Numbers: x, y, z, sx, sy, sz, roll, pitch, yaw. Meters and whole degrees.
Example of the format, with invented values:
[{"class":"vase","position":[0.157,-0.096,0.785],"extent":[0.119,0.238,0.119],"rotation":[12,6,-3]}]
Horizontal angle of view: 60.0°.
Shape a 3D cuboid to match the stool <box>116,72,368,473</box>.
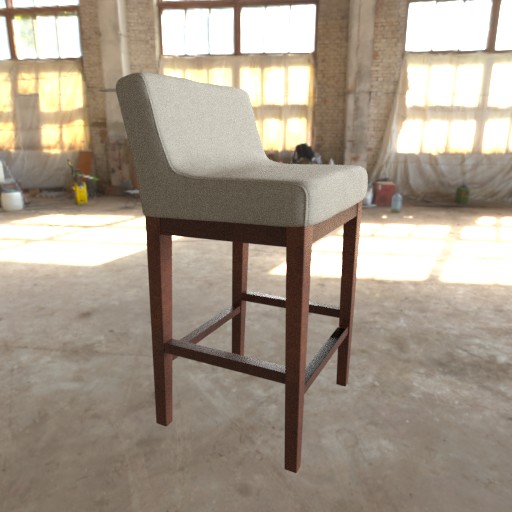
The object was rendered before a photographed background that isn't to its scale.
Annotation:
[{"class":"stool","position":[0.000,0.000,1.244],"extent":[0.500,0.937,0.511],"rotation":[8,17,26]}]
